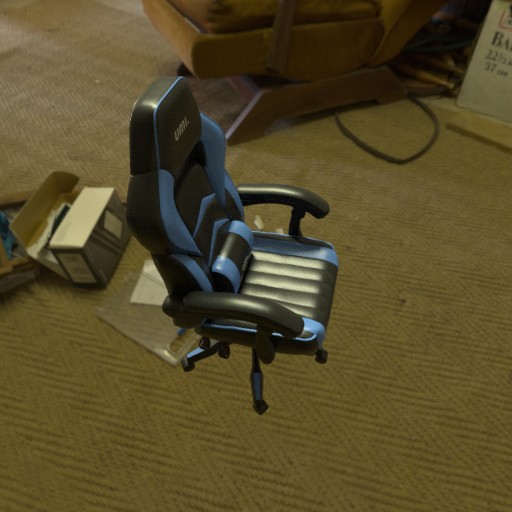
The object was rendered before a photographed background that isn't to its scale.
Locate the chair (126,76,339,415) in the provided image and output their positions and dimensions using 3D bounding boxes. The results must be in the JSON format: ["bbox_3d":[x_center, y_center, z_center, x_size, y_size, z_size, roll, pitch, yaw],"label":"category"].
[{"bbox_3d":[0.000,0.000,1.707,0.700,1.280,0.700,11,48,10],"label":"chair"}]
